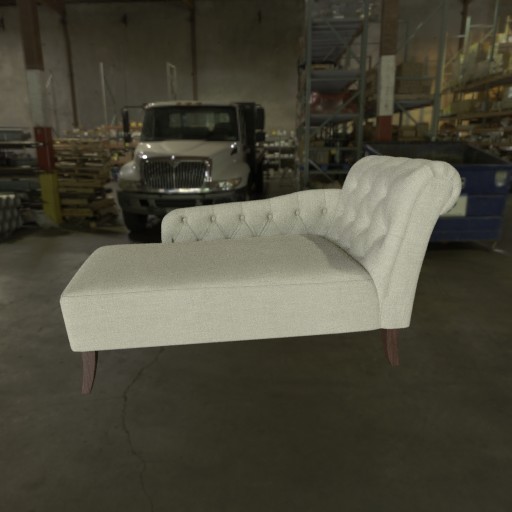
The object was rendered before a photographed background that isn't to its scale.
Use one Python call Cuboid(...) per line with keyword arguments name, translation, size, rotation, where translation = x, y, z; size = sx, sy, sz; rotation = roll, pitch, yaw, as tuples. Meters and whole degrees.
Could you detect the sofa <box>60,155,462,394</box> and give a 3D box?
Cuboid(name="sofa", translation=(0.000, 0.000, 1.821), size=(1.379, 0.787, 0.675), rotation=(-2, 15, -9))
